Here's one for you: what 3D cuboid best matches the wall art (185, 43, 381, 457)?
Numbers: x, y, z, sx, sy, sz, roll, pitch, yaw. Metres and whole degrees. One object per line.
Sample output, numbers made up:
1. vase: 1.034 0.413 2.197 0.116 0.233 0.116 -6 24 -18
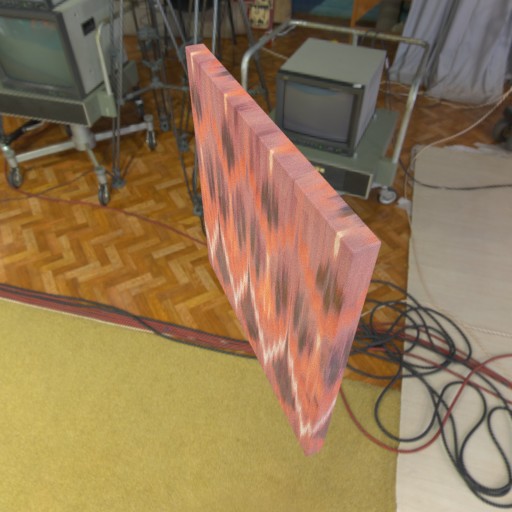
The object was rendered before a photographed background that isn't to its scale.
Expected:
1. wall art: 0.000 0.000 0.889 0.037 0.609 0.603 -17 49 -16
